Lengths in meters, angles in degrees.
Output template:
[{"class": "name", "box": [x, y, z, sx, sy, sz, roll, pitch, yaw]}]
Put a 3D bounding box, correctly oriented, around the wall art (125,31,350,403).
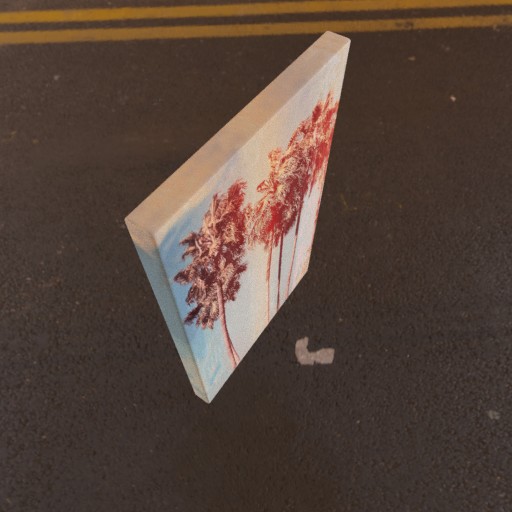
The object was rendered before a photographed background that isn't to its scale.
[{"class": "wall art", "box": [0.000, 0.000, 0.773, 0.038, 0.610, 0.401, 30, 62, 18]}]
